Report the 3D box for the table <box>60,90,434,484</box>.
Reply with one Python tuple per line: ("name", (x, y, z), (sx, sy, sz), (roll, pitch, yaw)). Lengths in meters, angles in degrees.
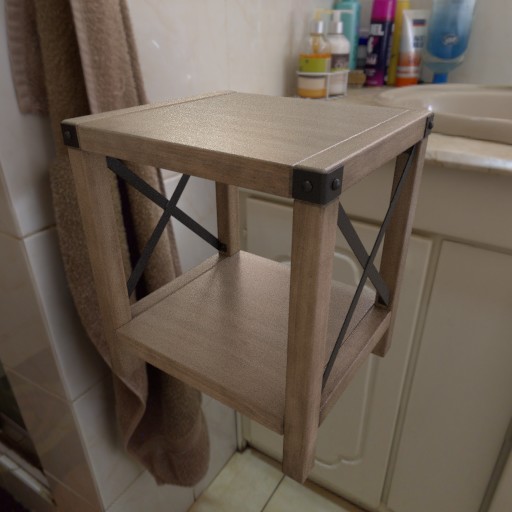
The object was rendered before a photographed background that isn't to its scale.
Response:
("table", (0.000, 0.000, 0.911), (0.510, 0.561, 0.459), (18, 33, 30))
